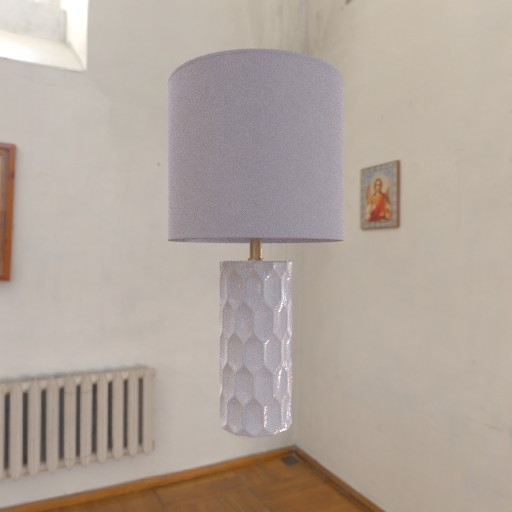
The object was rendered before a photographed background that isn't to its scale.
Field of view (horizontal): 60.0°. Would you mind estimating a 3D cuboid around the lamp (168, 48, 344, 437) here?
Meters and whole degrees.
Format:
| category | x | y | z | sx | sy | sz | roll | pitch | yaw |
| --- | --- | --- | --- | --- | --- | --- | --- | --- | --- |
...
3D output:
| category | x | y | z | sx | sy | sz | roll | pitch | yaw |
| --- | --- | --- | --- | --- | --- | --- | --- | --- | --- |
| lamp | 0.000 | 0.000 | 0.710 | 0.277 | 0.537 | 0.277 | 0 | 0 | 18 |
